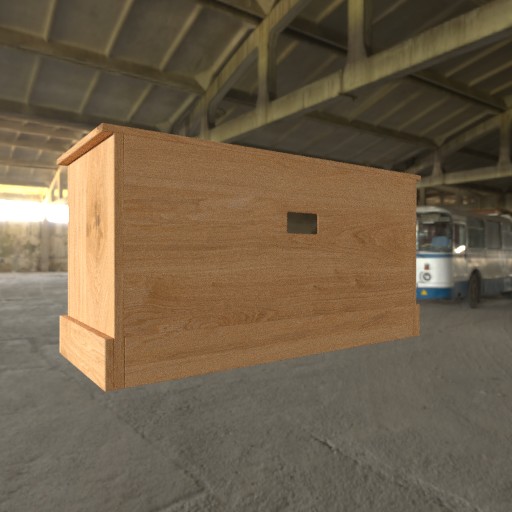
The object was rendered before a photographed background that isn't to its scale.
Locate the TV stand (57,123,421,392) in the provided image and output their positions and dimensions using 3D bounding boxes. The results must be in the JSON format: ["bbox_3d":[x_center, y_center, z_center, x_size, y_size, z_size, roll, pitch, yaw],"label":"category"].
[{"bbox_3d":[0.000,0.000,1.394,1.080,0.550,0.440,0,1,-35],"label":"TV stand"}]
